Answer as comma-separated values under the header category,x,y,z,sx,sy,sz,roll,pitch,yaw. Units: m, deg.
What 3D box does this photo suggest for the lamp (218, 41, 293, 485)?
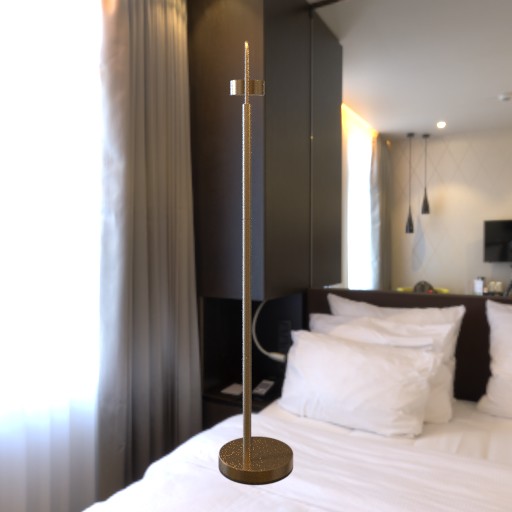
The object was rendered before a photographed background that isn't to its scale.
category,x,y,z,sx,sy,sz,roll,pitch,yaw
lamp,0.000,0.000,1.391,0.219,1.230,0.418,0,1,0
